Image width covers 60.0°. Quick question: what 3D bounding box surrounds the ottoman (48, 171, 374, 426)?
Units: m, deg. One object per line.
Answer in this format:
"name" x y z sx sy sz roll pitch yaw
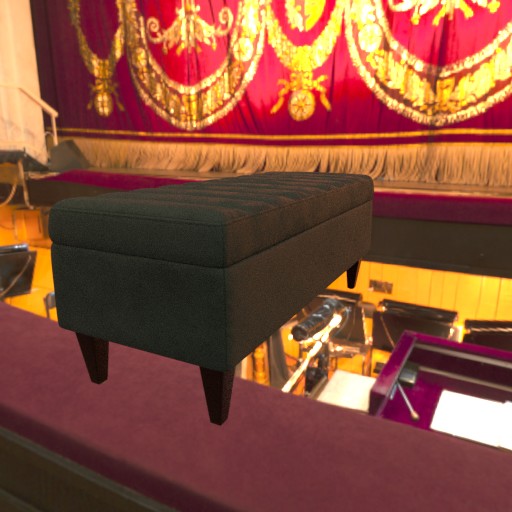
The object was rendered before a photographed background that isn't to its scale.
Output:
"ottoman" 0.000 0.000 1.422 0.482 0.469 1.151 7 16 27
